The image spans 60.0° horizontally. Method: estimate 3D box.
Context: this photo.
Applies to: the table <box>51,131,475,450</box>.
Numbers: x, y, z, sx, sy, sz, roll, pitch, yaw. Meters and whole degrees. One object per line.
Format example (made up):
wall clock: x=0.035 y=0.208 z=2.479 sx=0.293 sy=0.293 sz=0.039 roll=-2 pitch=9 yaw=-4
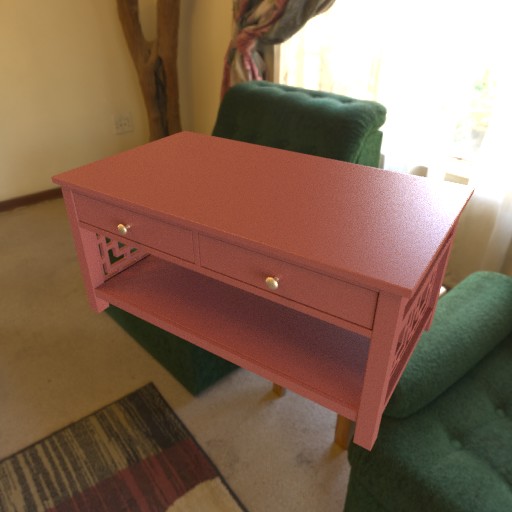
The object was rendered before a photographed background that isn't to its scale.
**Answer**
table: x=0.000 y=0.000 z=1.400 sx=1.068 sy=0.493 sz=0.612 roll=19 pitch=36 yaw=28
